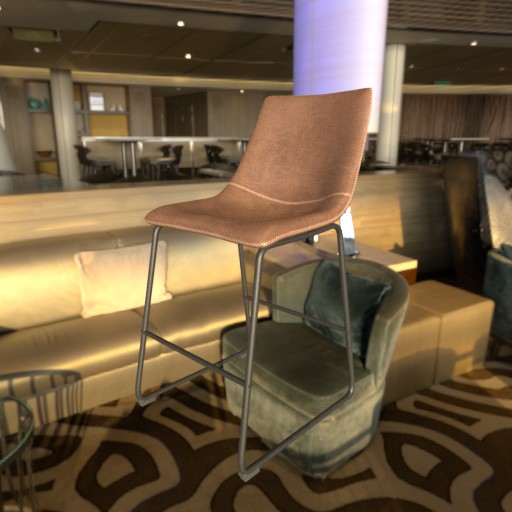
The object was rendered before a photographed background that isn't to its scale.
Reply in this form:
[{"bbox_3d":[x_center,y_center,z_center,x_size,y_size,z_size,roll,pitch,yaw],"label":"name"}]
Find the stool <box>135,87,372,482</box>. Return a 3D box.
[{"bbox_3d":[0.000,0.000,1.229,0.460,0.890,0.550,14,20,42],"label":"stool"}]
